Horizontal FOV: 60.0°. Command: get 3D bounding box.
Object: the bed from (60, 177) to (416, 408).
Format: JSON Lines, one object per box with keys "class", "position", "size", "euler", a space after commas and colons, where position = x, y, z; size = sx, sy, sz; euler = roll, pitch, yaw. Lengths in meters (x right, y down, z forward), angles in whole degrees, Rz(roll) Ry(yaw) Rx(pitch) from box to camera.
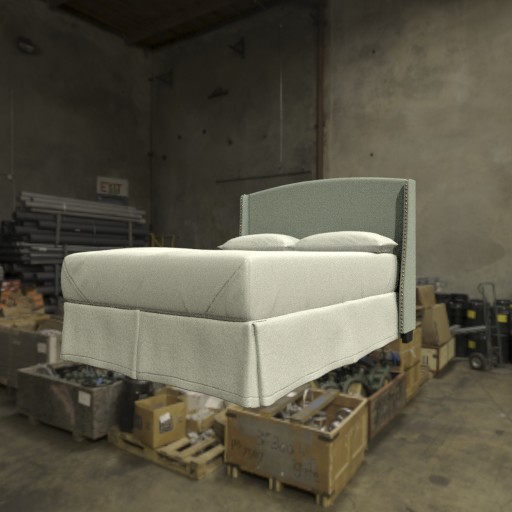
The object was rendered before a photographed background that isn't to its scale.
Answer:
{"class": "bed", "position": [0.000, 0.000, 3.311], "size": [1.710, 1.407, 2.237], "euler": [0, 0, 36]}
